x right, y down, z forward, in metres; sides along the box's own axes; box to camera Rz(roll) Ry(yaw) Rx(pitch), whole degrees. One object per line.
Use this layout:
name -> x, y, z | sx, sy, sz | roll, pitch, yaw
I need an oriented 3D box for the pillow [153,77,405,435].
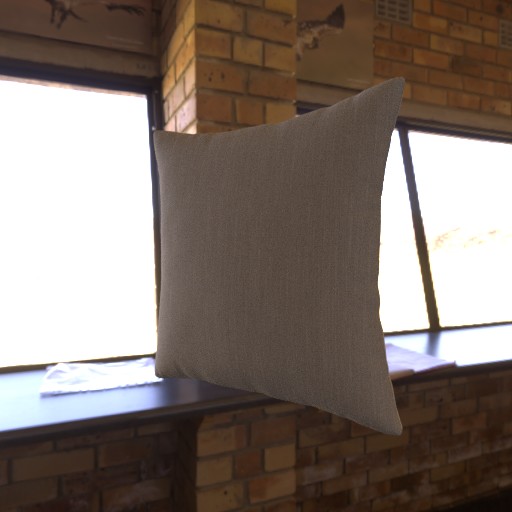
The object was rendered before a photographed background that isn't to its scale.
pillow -> 0.000, 0.000, 0.772 | 0.511, 0.509, 0.161 | 1, 1, 35
